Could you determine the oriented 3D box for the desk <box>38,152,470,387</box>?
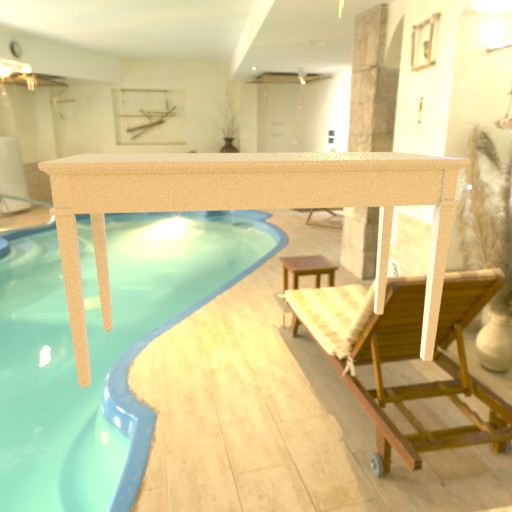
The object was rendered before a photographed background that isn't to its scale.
[{"bbox_3d":[0.000,0.000,1.762,1.372,0.774,0.559,-2,16,-8],"label":"desk"}]
